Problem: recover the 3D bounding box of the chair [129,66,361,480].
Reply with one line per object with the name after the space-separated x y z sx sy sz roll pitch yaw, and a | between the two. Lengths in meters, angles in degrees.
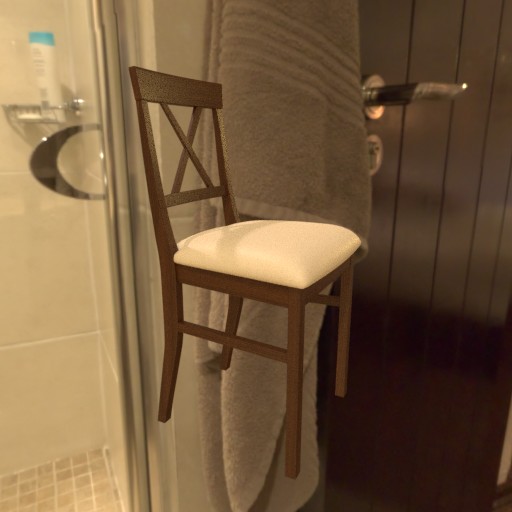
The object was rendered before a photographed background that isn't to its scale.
0.000 0.000 1.171 0.480 0.913 0.440 7 16 26 | chair
